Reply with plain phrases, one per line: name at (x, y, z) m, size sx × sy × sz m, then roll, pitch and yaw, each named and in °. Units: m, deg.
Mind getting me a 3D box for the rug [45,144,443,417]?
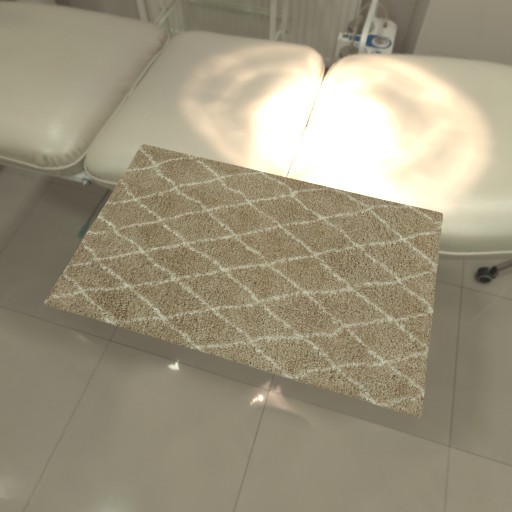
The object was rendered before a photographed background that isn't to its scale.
rug at (0.000, 0.000, 3.092) m, size 2.438 × 0.030 × 1.524 m, roll 15°, pitch 59°, yaw 9°
